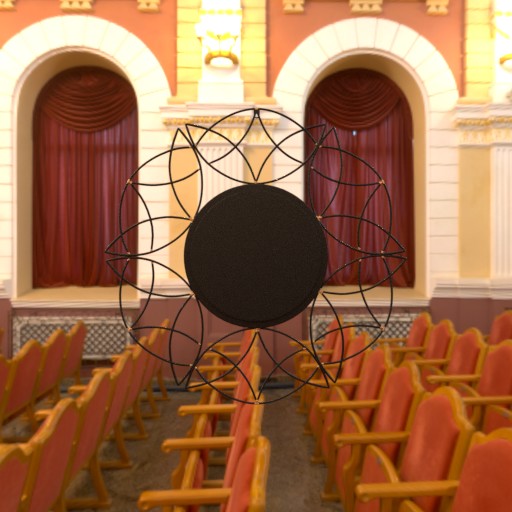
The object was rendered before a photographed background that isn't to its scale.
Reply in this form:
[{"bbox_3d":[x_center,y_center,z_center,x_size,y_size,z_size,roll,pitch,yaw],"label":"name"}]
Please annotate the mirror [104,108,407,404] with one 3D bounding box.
[{"bbox_3d":[0.000,0.000,1.164,0.797,0.775,0.028,0,0,0],"label":"mirror"}]
